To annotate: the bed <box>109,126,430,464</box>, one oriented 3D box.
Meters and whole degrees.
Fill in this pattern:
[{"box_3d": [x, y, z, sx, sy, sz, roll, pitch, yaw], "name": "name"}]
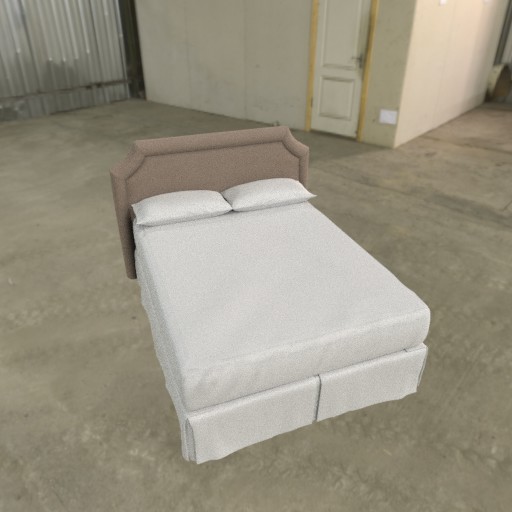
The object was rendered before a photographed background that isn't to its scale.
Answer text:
[{"box_3d": [0.000, 0.000, 3.316, 1.828, 1.303, 2.164, -11, 33, -18], "name": "bed"}]
